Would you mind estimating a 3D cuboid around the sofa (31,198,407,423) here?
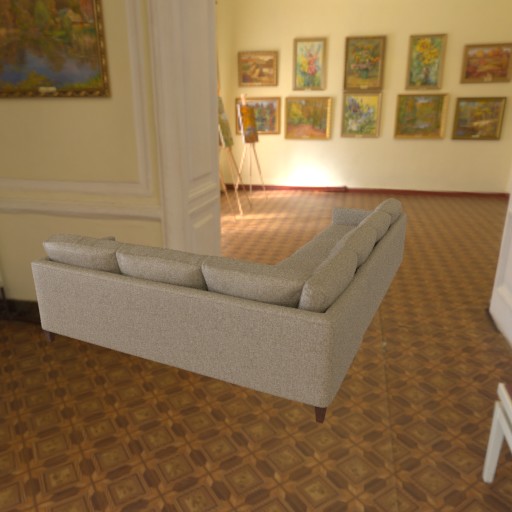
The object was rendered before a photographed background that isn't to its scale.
[{"bbox_3d":[0.000,0.000,4.573,2.593,0.947,3.302,8,20,24],"label":"sofa"}]
